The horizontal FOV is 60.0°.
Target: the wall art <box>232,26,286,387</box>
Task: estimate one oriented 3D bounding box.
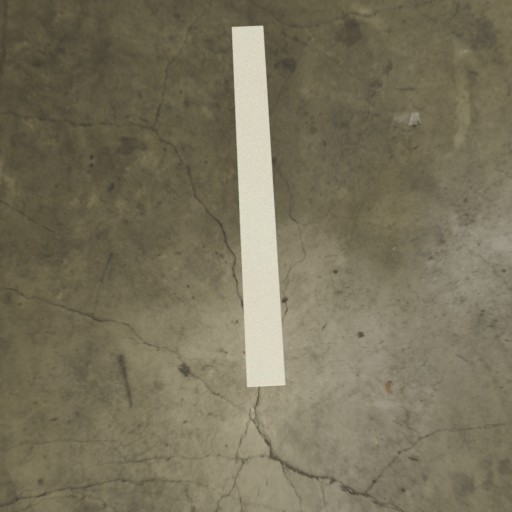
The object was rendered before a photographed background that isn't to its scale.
[{"bbox_3d":[0.000,0.000,0.770,0.038,0.611,0.408,-3,76,-1],"label":"wall art"}]
